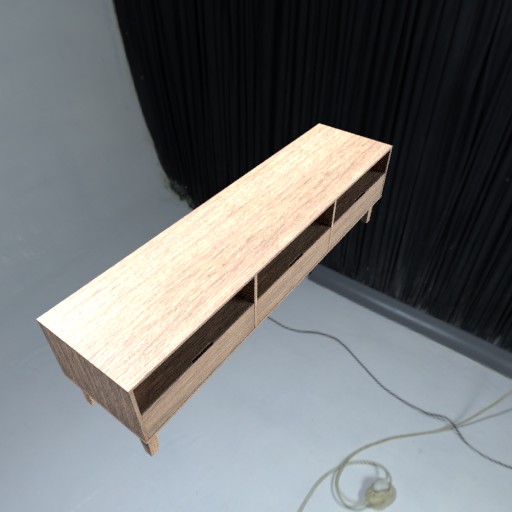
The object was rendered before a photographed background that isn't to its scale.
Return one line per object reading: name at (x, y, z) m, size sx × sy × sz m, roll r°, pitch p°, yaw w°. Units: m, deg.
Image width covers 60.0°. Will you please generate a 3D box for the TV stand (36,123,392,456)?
TV stand at (0.000, 0.000, 1.687) m, size 0.366 × 0.409 × 1.482 m, roll 26°, pitch 48°, yaw 27°
